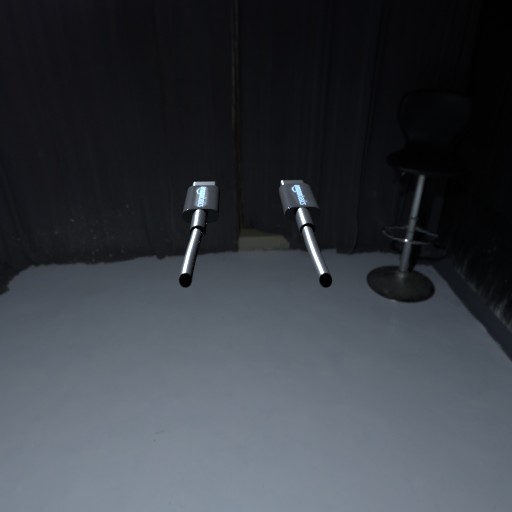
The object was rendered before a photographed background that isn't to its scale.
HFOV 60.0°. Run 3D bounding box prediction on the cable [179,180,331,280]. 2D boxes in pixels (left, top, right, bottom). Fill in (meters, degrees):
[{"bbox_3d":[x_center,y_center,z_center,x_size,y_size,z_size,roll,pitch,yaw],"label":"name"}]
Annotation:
[{"bbox_3d":[0.000,0.000,0.109,0.041,0.005,0.098,-1,30,-2],"label":"cable"}]
